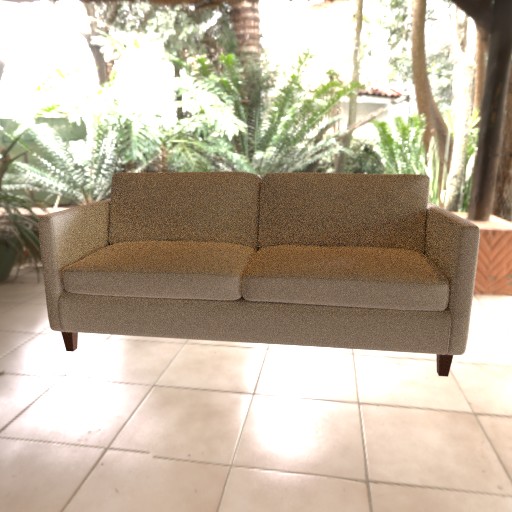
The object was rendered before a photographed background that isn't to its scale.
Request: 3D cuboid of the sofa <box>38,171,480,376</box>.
[{"bbox_3d":[0.000,0.000,2.557,2.139,0.933,0.924,2,14,8],"label":"sofa"}]
